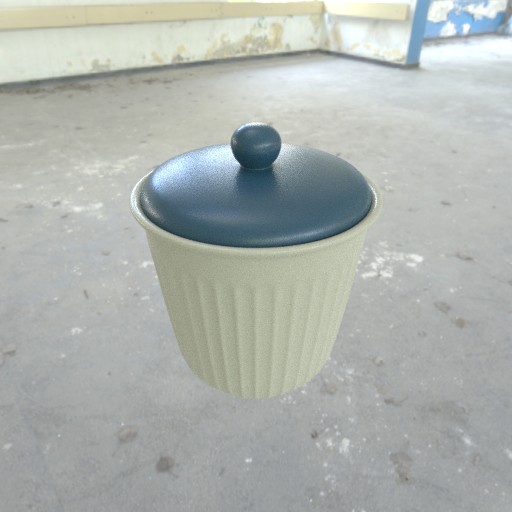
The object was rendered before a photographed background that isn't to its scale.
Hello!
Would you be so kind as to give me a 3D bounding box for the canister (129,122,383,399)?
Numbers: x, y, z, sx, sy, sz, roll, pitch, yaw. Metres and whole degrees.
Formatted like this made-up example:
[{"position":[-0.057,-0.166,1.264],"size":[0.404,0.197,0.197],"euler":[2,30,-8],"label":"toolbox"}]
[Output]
[{"position":[0.000,0.000,0.356],"size":[0.181,0.211,0.181],"euler":[0,32,0],"label":"canister"}]
